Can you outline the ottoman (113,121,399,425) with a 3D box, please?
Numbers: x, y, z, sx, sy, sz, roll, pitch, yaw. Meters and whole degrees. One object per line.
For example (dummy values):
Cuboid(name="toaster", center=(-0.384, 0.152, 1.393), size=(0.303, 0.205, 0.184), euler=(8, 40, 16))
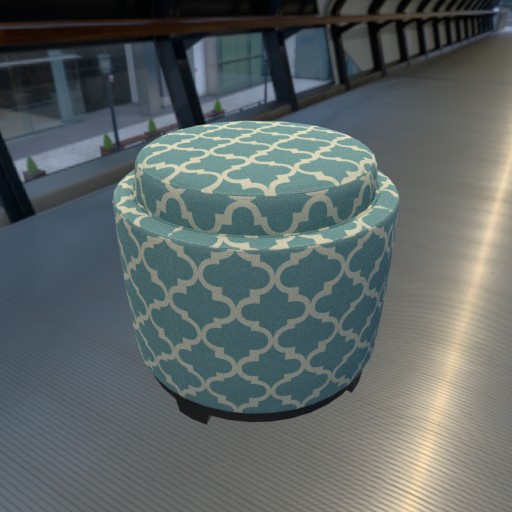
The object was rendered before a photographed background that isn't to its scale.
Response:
Cuboid(name="ottoman", center=(0.000, 0.000, 0.828), size=(0.480, 0.429, 0.480), euler=(0, 30, 0))
